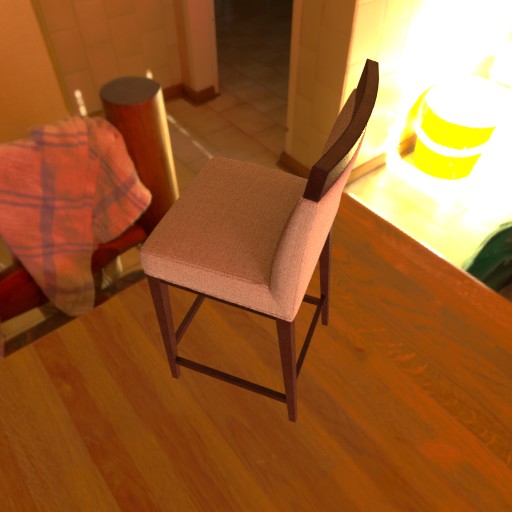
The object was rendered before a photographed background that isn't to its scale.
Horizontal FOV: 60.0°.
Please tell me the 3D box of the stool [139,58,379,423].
[{"bbox_3d":[0.000,0.000,1.279,0.480,1.011,0.463,16,49,14],"label":"stool"}]
